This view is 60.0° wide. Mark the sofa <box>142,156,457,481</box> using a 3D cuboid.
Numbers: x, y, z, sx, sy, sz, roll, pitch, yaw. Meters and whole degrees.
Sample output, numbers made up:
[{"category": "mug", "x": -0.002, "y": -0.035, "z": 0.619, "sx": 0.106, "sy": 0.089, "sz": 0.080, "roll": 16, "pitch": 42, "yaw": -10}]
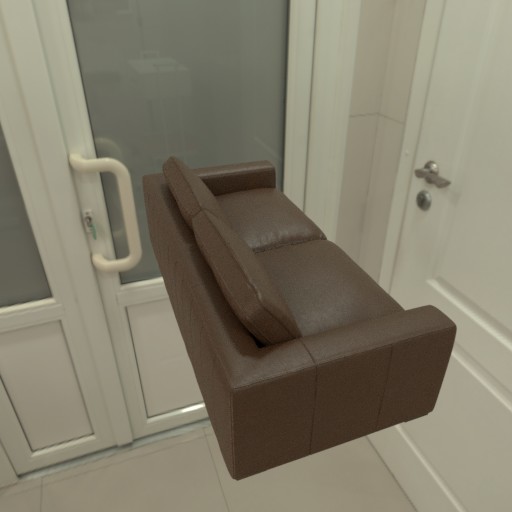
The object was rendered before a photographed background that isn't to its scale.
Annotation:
[{"category": "sofa", "x": 0.000, "y": 0.000, "z": 2.726, "sx": 1.070, "sy": 0.801, "sz": 2.262, "roll": -11, "pitch": 33, "yaw": -17}]
